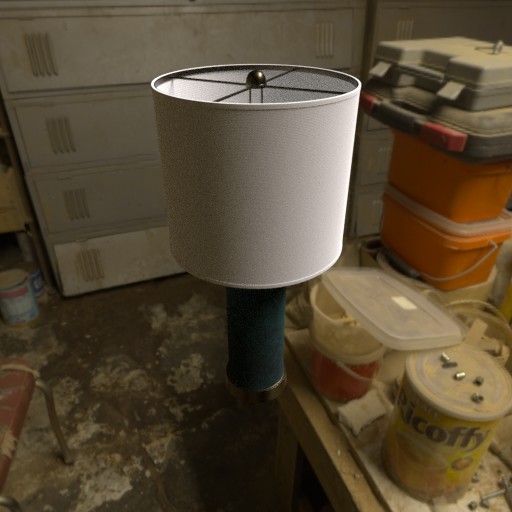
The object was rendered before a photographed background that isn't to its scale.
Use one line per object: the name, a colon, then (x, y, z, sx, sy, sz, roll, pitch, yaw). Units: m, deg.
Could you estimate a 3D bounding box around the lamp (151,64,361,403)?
lamp: (0.000, 0.000, 0.805, 0.301, 0.630, 0.301, -10, 33, -16)
